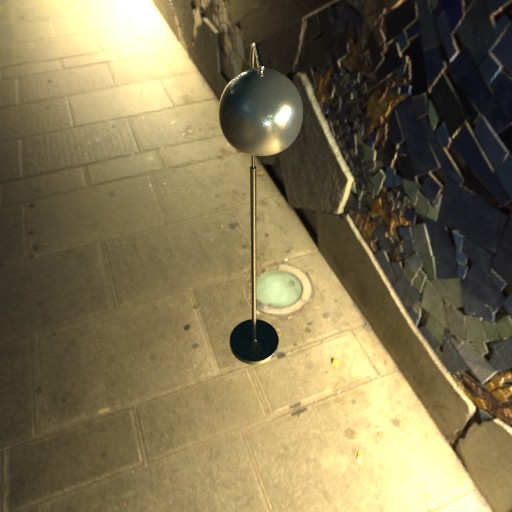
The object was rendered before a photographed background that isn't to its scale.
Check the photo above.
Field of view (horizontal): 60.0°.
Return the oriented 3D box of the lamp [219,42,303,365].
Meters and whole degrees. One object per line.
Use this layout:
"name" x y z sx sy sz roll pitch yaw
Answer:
"lamp" 0.000 0.000 1.636 0.250 1.526 0.431 -4 48 -4
